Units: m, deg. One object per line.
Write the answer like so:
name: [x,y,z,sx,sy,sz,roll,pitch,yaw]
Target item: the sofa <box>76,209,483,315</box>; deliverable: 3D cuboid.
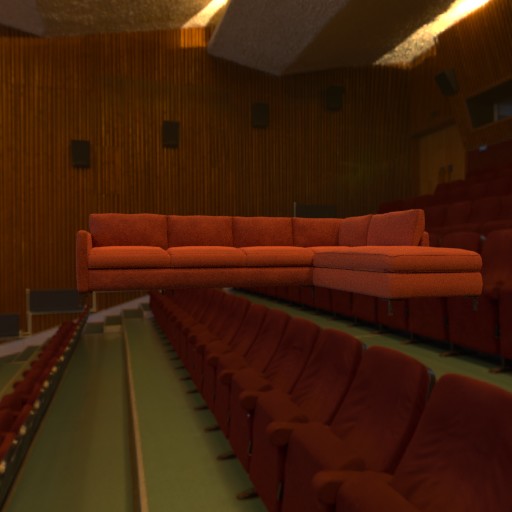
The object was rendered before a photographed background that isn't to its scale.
sofa: [0.000,0.000,3.540,2.736,0.757,1.879,0,1,-18]
